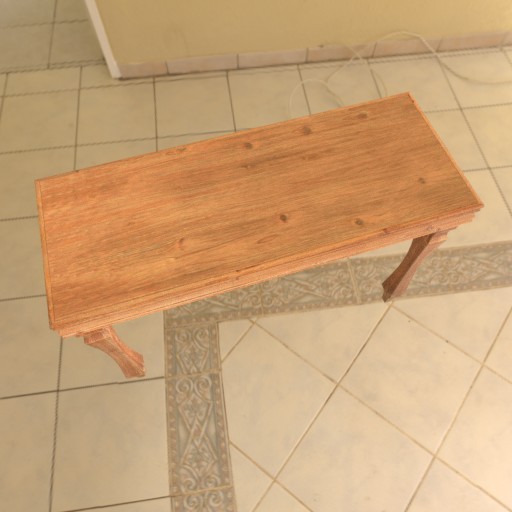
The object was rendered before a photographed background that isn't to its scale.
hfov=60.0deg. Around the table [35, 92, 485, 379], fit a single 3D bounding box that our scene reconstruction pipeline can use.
[{"bbox_3d":[0.000,0.000,1.786,1.330,0.873,0.522,-16,64,-8],"label":"table"}]
